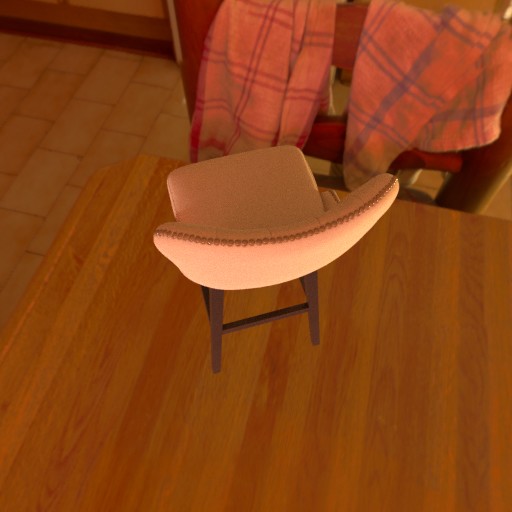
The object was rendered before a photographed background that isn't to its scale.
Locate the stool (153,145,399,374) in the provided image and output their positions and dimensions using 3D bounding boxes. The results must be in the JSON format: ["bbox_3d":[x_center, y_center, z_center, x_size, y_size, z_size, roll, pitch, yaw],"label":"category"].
[{"bbox_3d":[0.000,0.000,1.414,0.528,1.066,0.605,-14,60,-8],"label":"stool"}]
